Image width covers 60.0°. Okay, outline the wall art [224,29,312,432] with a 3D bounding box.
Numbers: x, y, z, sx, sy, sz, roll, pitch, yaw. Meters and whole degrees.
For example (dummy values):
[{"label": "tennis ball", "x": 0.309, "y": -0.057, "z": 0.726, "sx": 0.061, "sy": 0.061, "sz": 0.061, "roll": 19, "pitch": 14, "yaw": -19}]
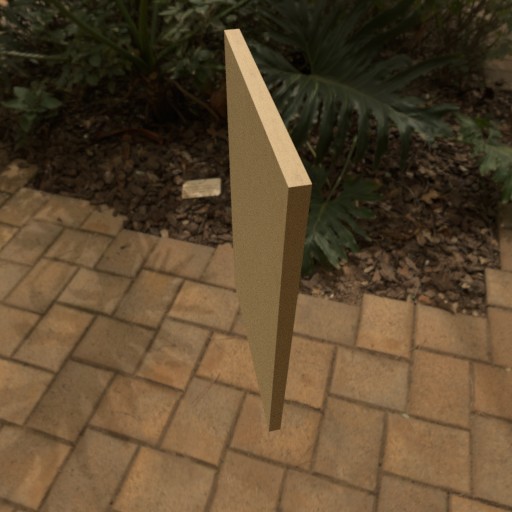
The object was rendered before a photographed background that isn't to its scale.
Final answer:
[{"label": "wall art", "x": 0.000, "y": 0.000, "z": 1.027, "sx": 0.039, "sy": 0.810, "sz": 0.510, "roll": -9, "pitch": 49, "yaw": -8}]
